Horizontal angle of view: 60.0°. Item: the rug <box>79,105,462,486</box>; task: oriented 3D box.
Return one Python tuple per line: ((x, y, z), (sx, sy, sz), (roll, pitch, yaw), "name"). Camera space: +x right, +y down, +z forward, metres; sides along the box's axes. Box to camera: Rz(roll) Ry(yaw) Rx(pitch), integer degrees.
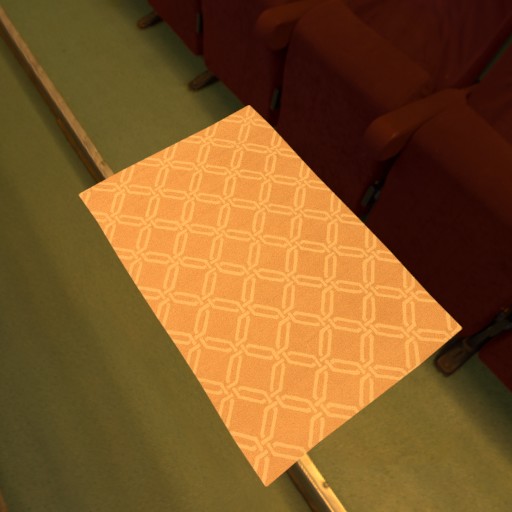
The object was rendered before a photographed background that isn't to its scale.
((0.000, 0.000, 2.238), (1.146, 0.010, 1.745), (-32, 68, -15), "rug")
